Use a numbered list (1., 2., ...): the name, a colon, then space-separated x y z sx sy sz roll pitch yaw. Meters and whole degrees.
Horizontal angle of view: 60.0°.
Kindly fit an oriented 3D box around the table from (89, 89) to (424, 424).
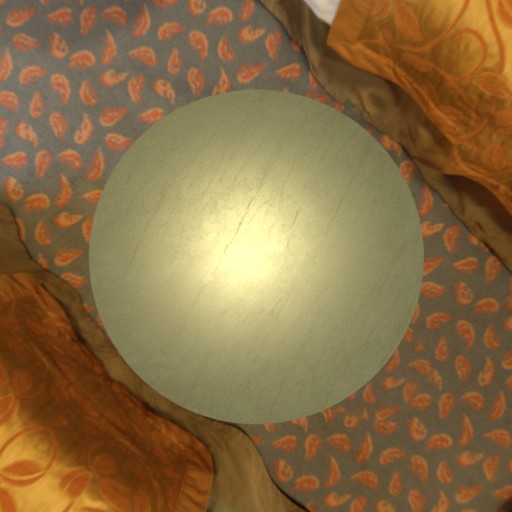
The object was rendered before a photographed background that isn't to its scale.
1. table: 0.000 0.000 1.283 0.800 0.450 0.800 0 91 -1
